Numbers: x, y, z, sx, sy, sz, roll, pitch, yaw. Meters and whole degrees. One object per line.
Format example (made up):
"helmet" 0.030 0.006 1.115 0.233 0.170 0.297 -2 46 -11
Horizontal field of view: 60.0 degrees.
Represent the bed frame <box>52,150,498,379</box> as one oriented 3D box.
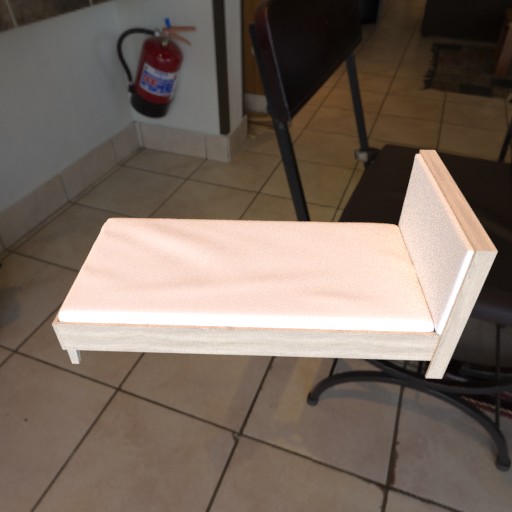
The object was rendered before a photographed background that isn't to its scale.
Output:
"bed frame" 0.000 0.000 2.631 2.140 0.920 0.990 1 39 2
